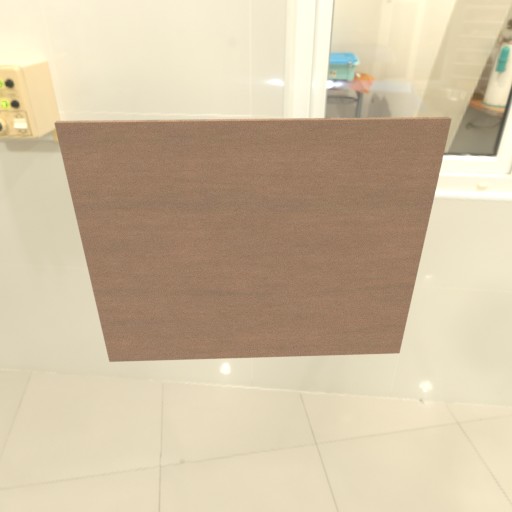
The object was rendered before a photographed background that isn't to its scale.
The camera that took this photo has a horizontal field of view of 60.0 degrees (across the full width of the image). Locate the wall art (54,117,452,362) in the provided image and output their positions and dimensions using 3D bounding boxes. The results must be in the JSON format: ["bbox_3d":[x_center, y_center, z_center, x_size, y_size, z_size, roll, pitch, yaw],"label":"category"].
[{"bbox_3d":[0.000,0.000,0.675,0.508,0.408,0.010,-1,31,-2],"label":"wall art"}]
